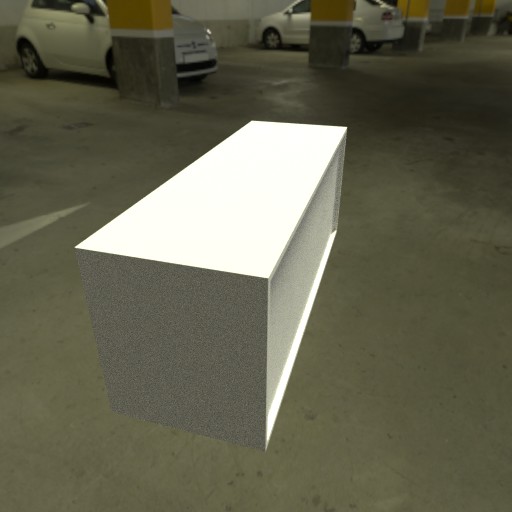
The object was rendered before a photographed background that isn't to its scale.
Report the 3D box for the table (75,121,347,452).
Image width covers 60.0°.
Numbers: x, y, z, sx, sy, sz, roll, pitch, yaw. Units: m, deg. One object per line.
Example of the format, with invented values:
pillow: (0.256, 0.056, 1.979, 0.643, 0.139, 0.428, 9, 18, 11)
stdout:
table: (0.000, 0.000, 1.861, 0.508, 0.769, 1.500, 8, 30, 15)
